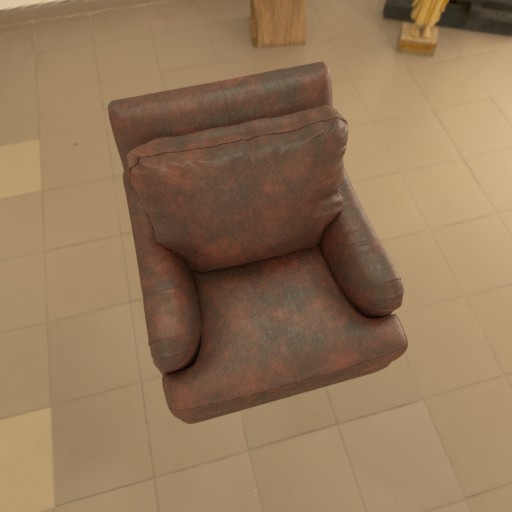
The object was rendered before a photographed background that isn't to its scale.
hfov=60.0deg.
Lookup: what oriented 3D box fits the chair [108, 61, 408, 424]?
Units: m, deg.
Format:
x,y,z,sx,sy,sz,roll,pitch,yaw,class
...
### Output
x,y,z,sx,sy,sz,roll,pitch,yaw,class
0.000,0.000,1.914,0.987,1.051,1.156,-13,63,-7,chair
